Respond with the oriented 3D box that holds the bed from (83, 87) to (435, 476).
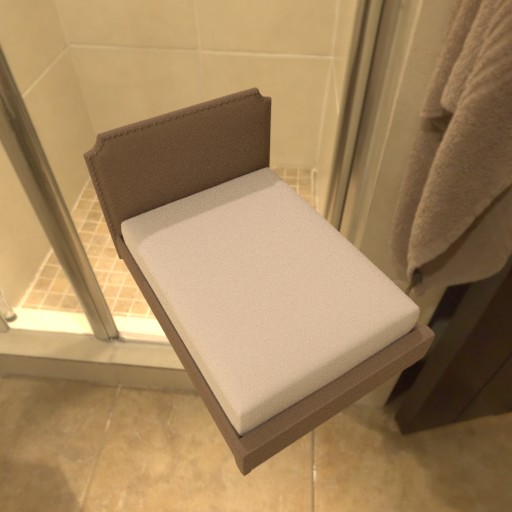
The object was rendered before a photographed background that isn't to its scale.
[{"bbox_3d":[0.000,0.000,3.484,1.713,1.443,2.372,-25,52,-21],"label":"bed"}]
